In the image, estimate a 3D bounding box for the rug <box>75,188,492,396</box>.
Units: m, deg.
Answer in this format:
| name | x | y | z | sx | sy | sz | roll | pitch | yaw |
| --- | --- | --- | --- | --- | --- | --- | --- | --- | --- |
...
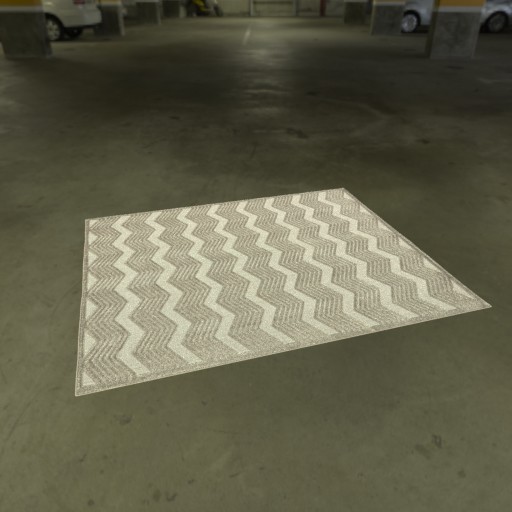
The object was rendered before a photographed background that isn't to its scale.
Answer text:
| name | x | y | z | sx | sy | sz | roll | pitch | yaw |
| --- | --- | --- | --- | --- | --- | --- | --- | --- | --- |
| rug | 0.000 | 0.000 | 3.861 | 2.880 | 0.005 | 2.391 | -9 | 32 | -14 |
